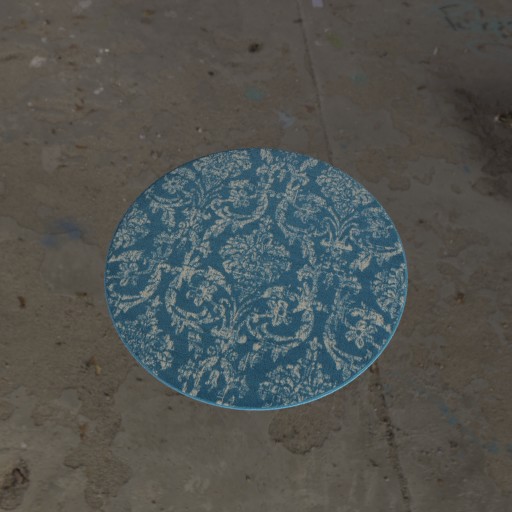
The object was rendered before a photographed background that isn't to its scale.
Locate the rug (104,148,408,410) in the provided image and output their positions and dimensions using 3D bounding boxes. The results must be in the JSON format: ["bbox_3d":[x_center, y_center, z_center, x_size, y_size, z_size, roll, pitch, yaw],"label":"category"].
[{"bbox_3d":[0.000,0.000,2.366,1.593,0.012,1.593,0,58,0],"label":"rug"}]
